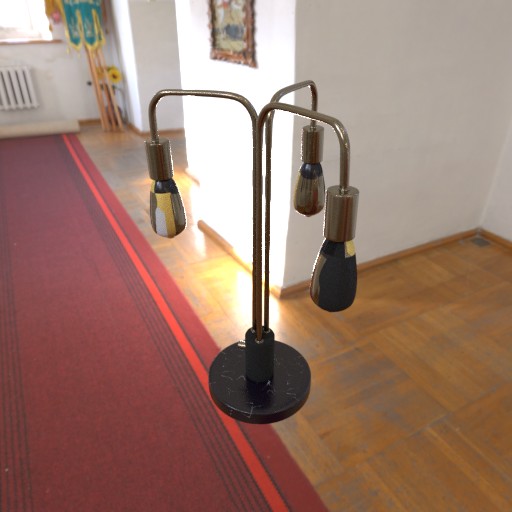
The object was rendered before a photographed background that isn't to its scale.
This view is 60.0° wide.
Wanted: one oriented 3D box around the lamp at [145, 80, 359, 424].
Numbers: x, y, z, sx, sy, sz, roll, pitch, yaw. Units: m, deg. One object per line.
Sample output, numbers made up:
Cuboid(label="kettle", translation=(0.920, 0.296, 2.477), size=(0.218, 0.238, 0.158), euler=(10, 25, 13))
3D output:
Cuboid(label="lamp", translation=(0.000, 0.000, 0.786), size=(0.368, 0.560, 0.355), euler=(9, 32, 15))
